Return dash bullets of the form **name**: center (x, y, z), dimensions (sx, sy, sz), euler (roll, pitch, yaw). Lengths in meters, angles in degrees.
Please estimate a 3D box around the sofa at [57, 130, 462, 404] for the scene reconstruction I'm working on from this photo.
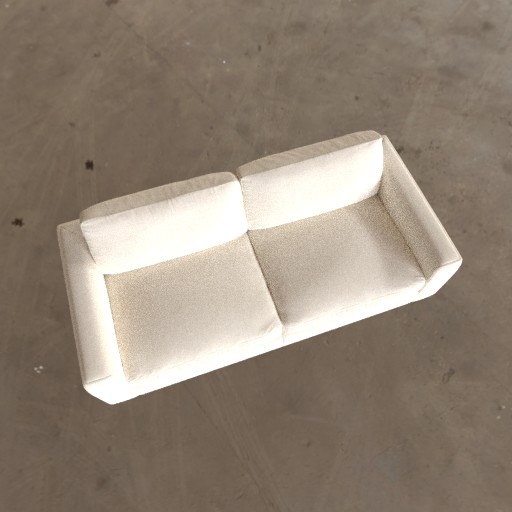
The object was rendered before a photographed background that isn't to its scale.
- **sofa**: center (0.000, 0.000, 2.782), dimensions (2.262, 0.801, 1.070), euler (-17, 64, -8)
